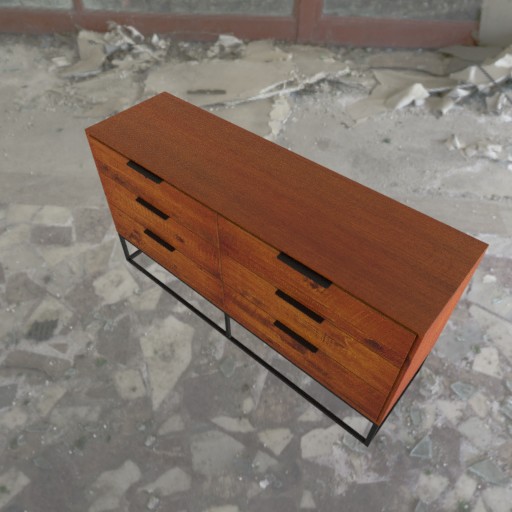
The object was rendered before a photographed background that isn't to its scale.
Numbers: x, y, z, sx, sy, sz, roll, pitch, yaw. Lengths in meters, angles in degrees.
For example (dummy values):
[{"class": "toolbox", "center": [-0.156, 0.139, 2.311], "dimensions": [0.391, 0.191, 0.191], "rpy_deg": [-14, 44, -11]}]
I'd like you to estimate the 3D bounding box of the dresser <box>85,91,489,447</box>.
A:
[{"class": "dresser", "center": [0.000, 0.000, 1.909], "dimensions": [1.536, 0.810, 0.464], "rpy_deg": [32, 55, 27]}]
